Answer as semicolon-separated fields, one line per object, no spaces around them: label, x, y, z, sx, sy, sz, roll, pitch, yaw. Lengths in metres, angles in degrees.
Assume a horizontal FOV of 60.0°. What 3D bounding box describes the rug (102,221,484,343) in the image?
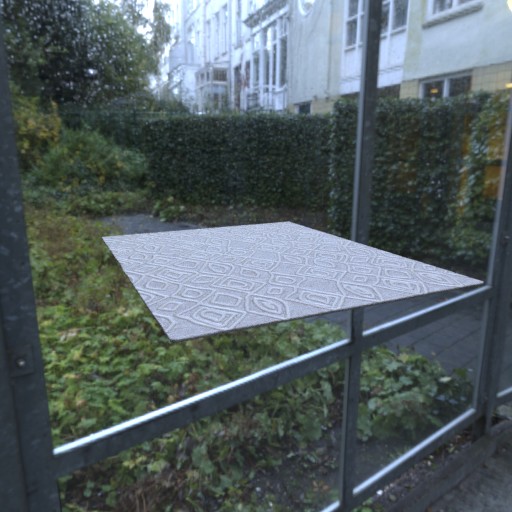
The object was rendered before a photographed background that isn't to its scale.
rug;0.000;0.000;4.207;2.449;0.025;3.049;-7;15;-25
